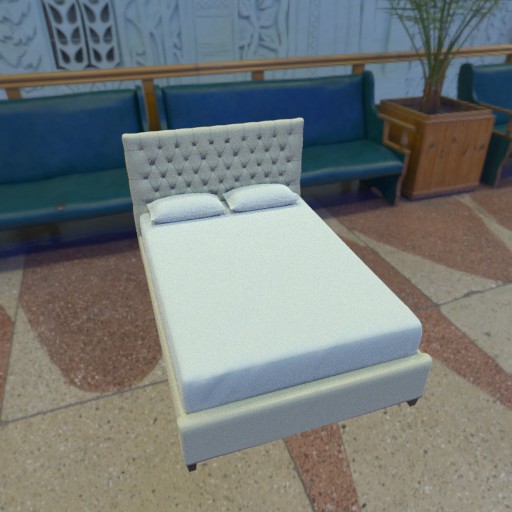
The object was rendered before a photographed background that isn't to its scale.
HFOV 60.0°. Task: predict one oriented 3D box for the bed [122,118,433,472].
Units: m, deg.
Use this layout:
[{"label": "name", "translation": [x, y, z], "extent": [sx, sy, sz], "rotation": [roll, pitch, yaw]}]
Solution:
[{"label": "bed", "translation": [0.000, 0.000, 3.485], "extent": [1.698, 1.427, 2.387], "rotation": [-10, 34, -15]}]
